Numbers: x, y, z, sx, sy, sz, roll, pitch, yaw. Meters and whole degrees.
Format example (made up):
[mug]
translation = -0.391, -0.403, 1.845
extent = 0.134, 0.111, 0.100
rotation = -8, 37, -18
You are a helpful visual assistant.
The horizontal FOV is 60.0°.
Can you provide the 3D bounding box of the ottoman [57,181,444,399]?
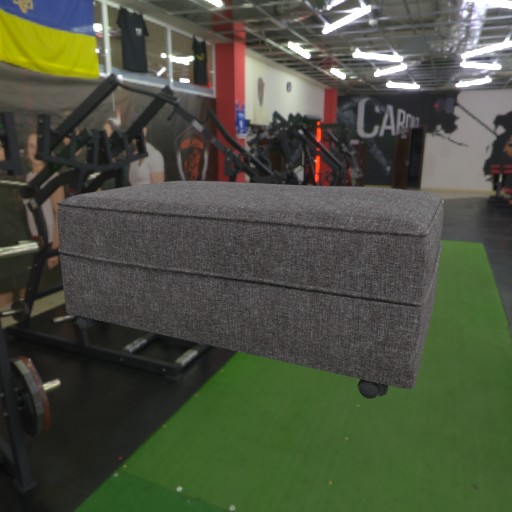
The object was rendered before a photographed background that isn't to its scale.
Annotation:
[ottoman]
translation = 0.000, 0.000, 1.560
extent = 1.184, 0.487, 0.717
rotation = 7, 16, 24
